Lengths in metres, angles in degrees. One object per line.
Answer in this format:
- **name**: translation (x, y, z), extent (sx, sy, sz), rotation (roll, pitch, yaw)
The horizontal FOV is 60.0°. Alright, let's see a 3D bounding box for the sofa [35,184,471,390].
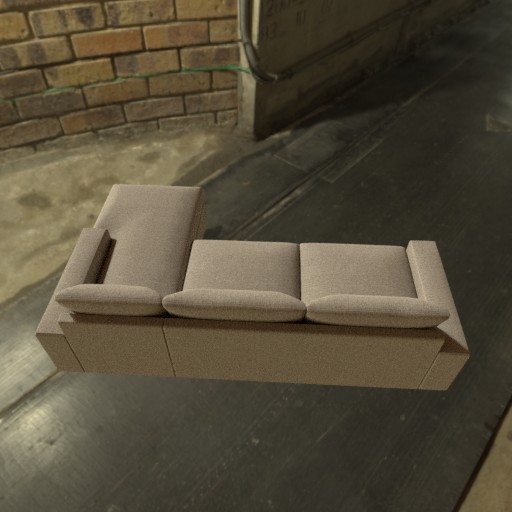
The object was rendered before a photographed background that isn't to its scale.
- **sofa**: translation (0.000, 0.000, 3.386), extent (2.718, 0.813, 1.689), rotation (2, 47, 2)
